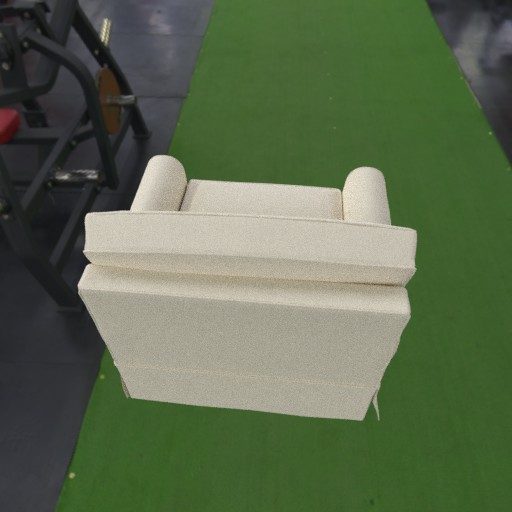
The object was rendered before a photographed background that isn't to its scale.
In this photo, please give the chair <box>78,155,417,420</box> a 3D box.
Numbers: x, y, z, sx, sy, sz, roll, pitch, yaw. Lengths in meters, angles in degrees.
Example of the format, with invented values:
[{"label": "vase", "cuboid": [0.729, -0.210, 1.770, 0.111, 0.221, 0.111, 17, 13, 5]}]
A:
[{"label": "chair", "cuboid": [0.000, 0.000, 1.793, 1.099, 0.958, 0.904, 4, 49, 4]}]
